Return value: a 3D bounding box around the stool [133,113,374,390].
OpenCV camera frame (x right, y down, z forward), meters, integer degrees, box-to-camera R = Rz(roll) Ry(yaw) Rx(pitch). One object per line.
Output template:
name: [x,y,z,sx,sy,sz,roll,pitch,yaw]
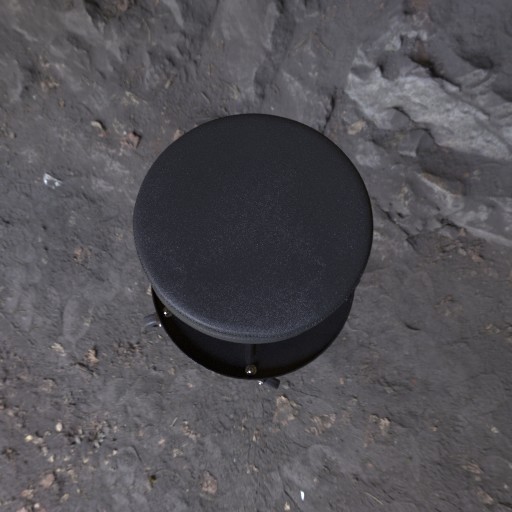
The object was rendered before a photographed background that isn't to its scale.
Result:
stool: [0.000,0.000,0.671,0.381,0.365,0.382,7,75,2]
